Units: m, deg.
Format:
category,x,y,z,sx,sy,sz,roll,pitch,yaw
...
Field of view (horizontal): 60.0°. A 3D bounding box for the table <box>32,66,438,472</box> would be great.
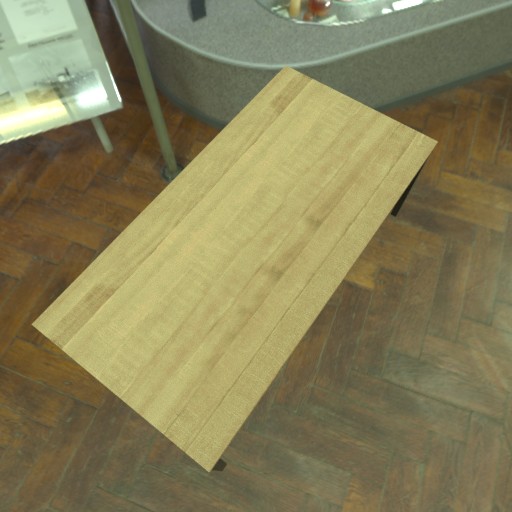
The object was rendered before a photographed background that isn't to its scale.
category,x,y,z,sx,sy,sz,roll,pitch,yaw
table,0.000,0.000,1.381,0.551,0.399,1.100,33,68,15
